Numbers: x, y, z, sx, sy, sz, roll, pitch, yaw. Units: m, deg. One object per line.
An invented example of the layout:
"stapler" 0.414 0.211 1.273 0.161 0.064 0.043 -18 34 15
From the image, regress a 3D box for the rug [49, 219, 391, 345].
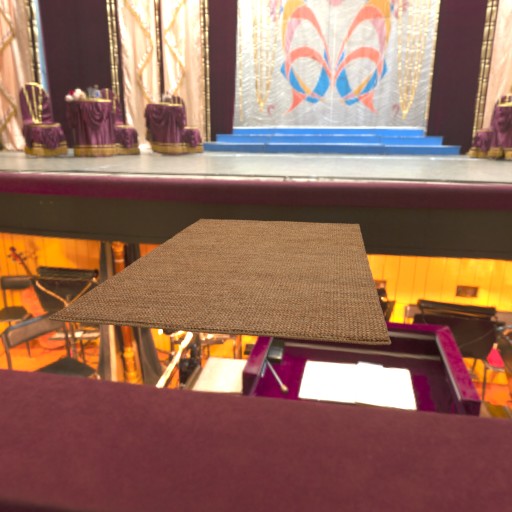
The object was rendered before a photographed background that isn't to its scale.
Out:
"rug" 0.000 0.000 3.063 1.521 0.034 2.438 3 16 9
